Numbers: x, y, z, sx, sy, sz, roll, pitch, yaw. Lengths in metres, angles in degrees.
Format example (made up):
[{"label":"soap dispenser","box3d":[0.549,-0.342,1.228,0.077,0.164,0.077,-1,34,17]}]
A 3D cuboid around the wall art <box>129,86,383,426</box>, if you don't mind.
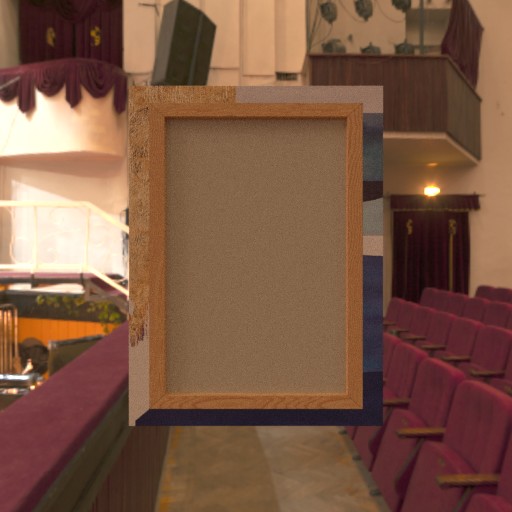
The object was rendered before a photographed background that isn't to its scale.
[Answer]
[{"label":"wall art","box3d":[0.000,0.000,0.811,0.458,0.613,0.026,0,0,0]}]
